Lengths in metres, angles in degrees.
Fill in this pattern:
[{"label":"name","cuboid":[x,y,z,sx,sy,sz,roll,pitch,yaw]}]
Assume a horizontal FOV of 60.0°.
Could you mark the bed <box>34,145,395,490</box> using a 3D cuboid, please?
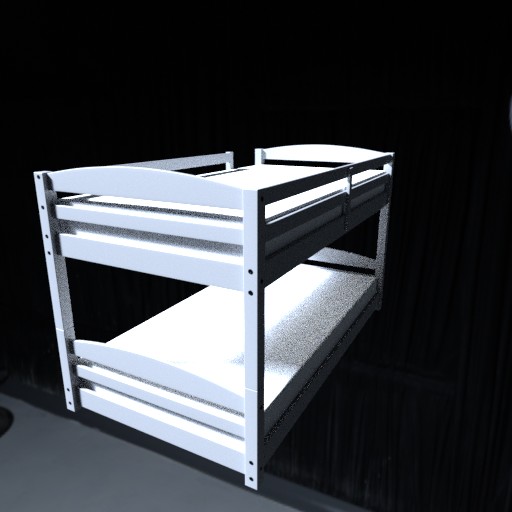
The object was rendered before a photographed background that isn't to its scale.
[{"label":"bed","cuboid":[0.000,0.000,2.637,1.105,1.206,2.013,9,19,27]}]
